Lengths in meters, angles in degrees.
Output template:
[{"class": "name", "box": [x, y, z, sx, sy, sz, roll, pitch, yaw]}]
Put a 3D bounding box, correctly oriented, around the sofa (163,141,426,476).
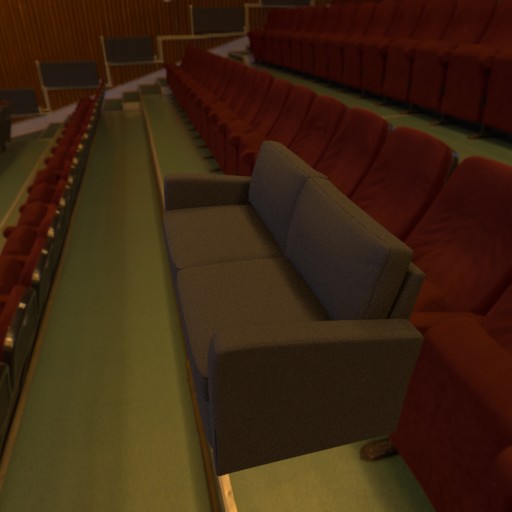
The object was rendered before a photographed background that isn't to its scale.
[{"class": "sofa", "box": [0.000, 0.000, 2.375, 0.898, 0.839, 1.852, -7, 30, -13]}]
